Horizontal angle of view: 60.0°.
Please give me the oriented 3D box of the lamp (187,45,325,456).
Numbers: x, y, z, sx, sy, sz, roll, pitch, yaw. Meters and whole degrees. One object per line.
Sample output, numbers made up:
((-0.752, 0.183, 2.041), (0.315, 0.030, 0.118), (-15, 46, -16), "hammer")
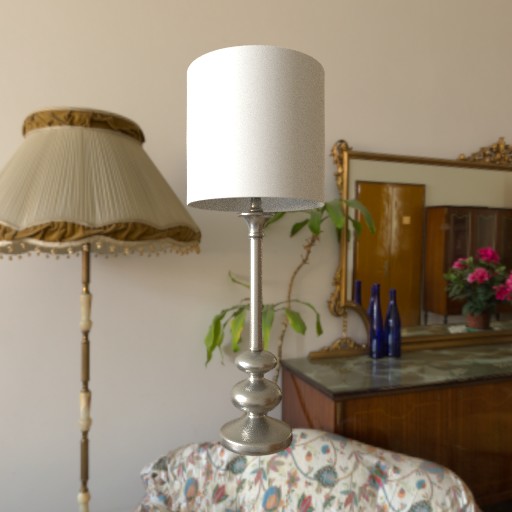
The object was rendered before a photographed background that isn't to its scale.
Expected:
((0.000, 0.000, 0.827), (0.254, 0.690, 0.254), (0, 0, 35), "lamp")
